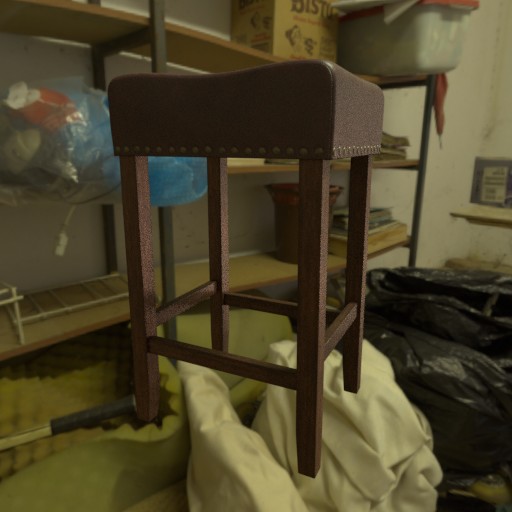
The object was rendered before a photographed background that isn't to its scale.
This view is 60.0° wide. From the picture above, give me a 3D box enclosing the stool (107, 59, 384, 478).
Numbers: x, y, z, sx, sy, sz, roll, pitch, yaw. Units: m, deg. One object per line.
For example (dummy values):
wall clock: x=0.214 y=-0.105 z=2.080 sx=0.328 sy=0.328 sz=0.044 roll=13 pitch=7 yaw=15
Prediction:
stool: x=0.000 y=0.000 z=1.027 sx=0.465 sy=0.769 sz=0.401 roll=7 pitch=16 yaw=25
